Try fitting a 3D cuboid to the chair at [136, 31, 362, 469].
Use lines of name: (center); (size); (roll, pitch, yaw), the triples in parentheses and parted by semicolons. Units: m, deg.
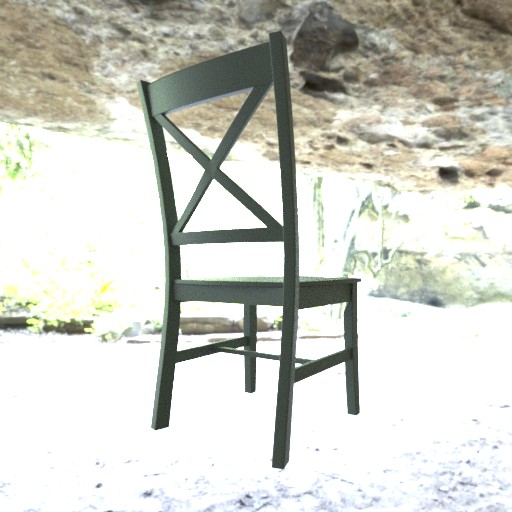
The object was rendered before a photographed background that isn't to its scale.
chair: (0.000, 0.000, 1.312); (0.485, 0.983, 0.542); (-1, -1, 35)
